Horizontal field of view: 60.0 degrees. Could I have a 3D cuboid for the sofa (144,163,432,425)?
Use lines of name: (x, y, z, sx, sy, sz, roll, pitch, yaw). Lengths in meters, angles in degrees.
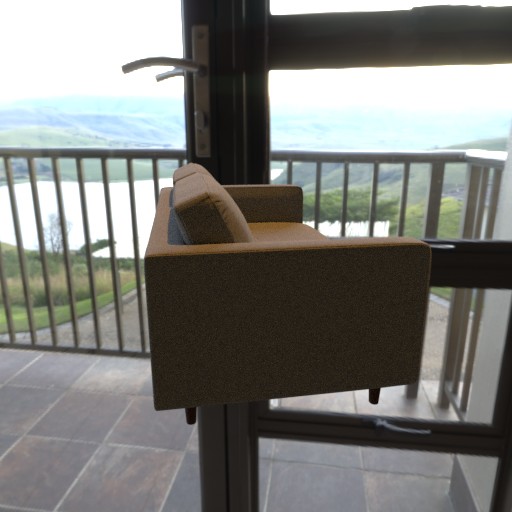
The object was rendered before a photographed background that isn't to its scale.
sofa: (0.000, 0.000, 2.316, 1.000, 0.900, 1.731, -3, 16, -10)
